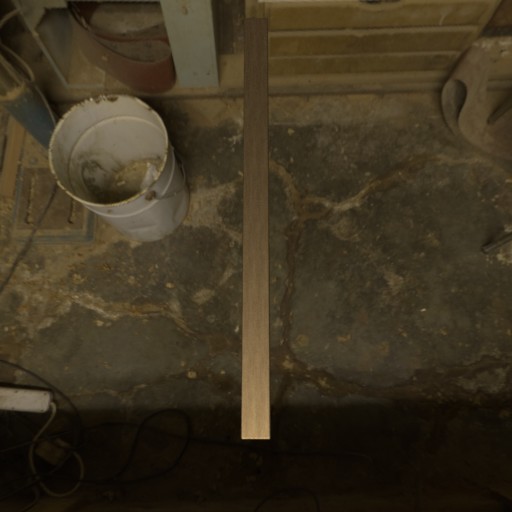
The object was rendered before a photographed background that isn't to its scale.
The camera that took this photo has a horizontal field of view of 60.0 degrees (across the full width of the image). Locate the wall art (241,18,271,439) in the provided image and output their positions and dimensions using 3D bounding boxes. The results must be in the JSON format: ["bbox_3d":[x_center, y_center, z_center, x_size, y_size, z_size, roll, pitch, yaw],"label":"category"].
[{"bbox_3d":[0.000,0.000,0.752,0.030,0.506,0.503,0,76,0],"label":"wall art"}]
